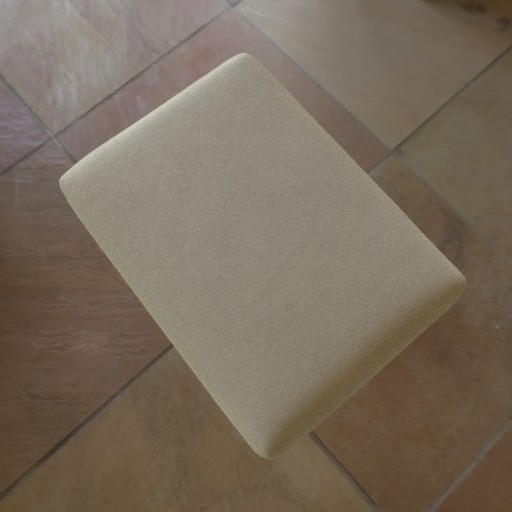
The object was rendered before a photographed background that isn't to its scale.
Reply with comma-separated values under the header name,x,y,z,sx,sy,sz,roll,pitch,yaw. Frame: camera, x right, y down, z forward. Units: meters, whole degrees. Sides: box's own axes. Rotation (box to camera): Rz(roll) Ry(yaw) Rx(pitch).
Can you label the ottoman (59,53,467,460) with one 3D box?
name,x,y,z,sx,sy,sz,roll,pitch,yaw
ottoman,0.000,0.000,1.144,0.569,0.504,0.773,-38,78,-10
